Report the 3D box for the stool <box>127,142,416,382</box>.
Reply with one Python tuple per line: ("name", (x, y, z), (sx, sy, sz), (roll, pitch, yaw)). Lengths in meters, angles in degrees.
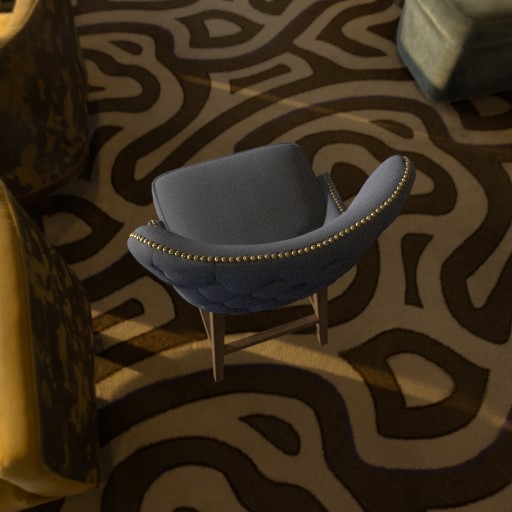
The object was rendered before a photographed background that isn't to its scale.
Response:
("stool", (0.000, 0.000, 1.336), (0.615, 0.972, 0.597), (-17, 62, -9))
